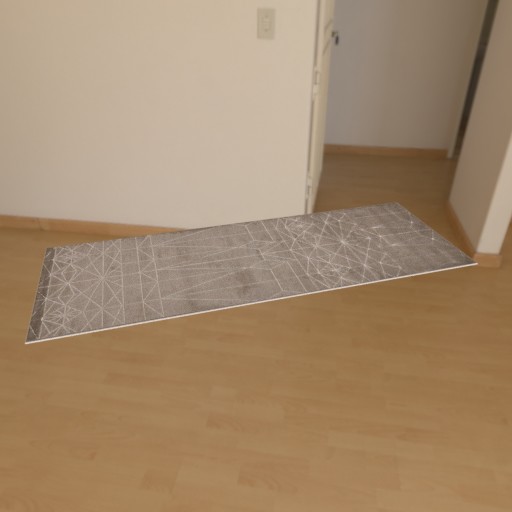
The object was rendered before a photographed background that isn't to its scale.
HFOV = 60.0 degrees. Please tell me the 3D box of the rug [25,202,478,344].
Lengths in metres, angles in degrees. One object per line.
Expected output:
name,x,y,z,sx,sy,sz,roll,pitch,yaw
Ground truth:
rug,0.000,0.000,2.605,2.388,0.012,0.864,-9,33,-14
